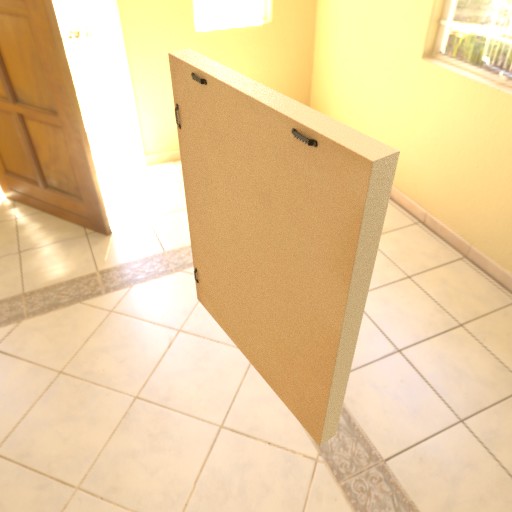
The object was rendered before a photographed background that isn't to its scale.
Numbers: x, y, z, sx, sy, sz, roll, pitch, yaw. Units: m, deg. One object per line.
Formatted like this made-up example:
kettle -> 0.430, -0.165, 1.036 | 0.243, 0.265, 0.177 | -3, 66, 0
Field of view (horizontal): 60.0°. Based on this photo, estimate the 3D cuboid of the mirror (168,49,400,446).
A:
mirror -> 0.000, 0.000, 0.686 | 0.041, 0.508, 0.405 | -24, 45, -26
